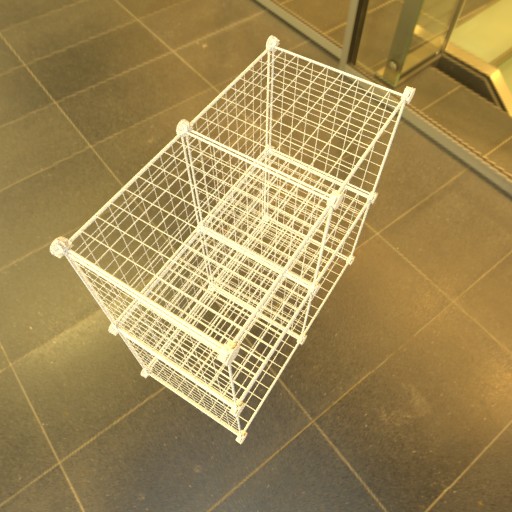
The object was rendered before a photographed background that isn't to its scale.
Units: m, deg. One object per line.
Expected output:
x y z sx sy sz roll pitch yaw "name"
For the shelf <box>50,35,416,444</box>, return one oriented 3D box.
0.000 0.000 1.132 0.356 0.711 0.711 28 62 16 "shelf"
